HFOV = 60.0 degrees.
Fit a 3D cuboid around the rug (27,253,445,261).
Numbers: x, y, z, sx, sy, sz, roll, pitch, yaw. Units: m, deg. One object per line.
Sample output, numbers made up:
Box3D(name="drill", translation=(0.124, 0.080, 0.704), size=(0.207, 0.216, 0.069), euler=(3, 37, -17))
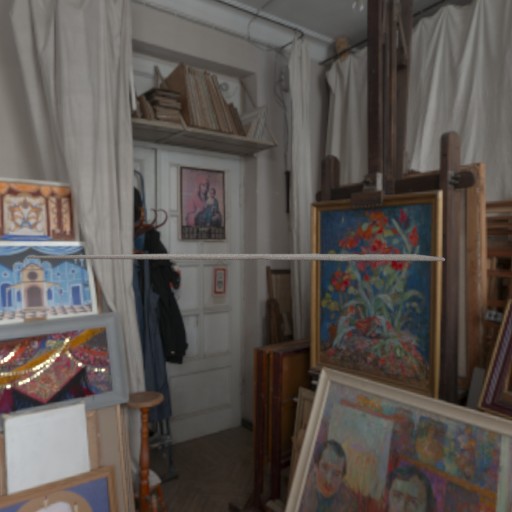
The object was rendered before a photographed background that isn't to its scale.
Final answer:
Box3D(name="rug", translation=(0.000, 0.000, 4.175), size=(3.007, 0.032, 2.434), euler=(0, 1, 16))
